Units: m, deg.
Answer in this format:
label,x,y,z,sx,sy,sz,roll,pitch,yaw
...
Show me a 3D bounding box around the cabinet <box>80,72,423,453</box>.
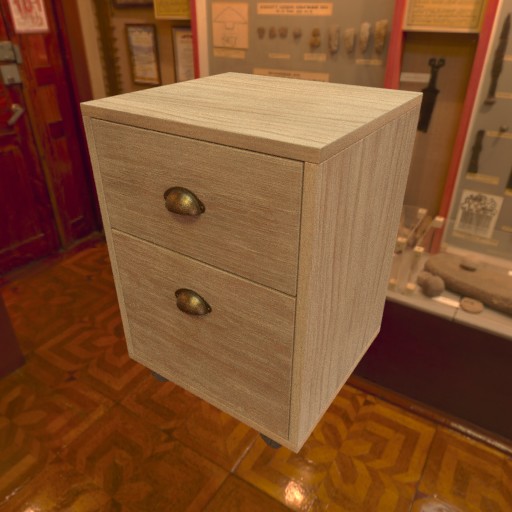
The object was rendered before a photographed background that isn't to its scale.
label,x,y,z,sx,sy,sz,roll,pitch,yaw
cabinet,0.000,0.000,0.850,0.409,0.579,0.401,19,36,29
